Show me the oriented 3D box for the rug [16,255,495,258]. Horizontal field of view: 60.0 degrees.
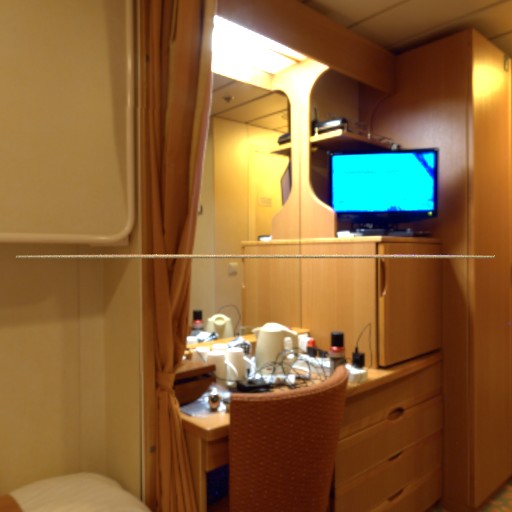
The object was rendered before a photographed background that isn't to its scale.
[{"bbox_3d":[0.000,0.000,3.647,2.878,0.014,2.005,0,0,1],"label":"rug"}]
